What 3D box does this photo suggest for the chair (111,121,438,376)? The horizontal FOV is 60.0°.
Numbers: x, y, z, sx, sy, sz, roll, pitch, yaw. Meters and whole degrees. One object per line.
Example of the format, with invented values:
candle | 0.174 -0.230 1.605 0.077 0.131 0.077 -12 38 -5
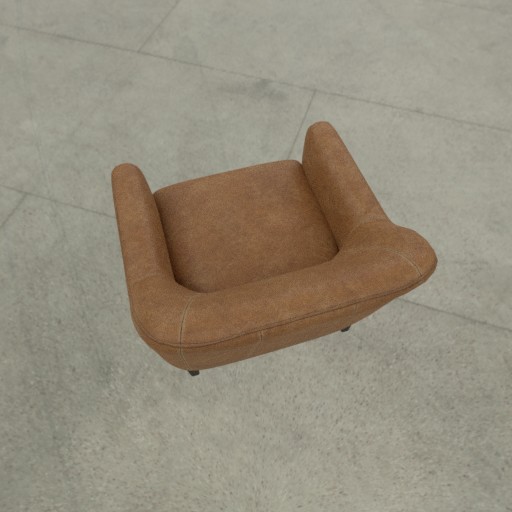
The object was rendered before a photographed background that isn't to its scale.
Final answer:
chair | 0.000 0.000 1.876 1.037 0.980 1.034 -14 59 -9
